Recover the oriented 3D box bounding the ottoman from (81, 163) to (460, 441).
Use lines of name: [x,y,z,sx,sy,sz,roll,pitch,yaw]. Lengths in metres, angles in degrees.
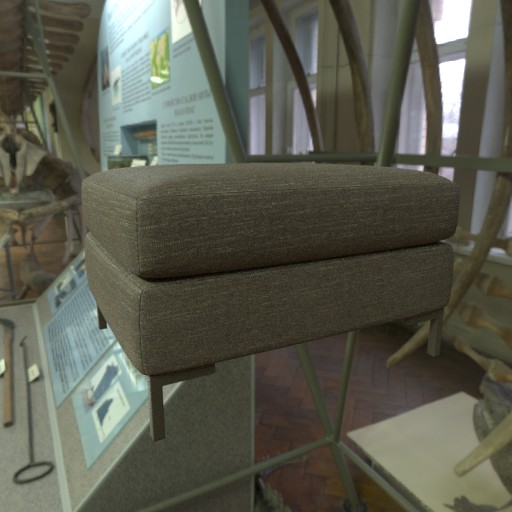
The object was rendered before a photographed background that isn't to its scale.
ottoman: [0.000,0.000,1.205,0.820,0.490,0.671,-7,15,-27]
